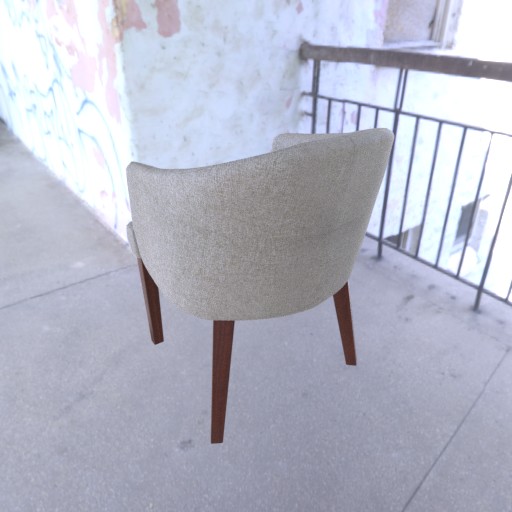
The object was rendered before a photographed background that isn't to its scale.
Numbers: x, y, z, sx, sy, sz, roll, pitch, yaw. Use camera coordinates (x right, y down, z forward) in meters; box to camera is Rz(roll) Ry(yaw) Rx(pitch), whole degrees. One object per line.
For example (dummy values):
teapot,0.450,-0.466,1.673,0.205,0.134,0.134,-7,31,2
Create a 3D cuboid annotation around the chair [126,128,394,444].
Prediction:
chair,0.000,0.000,1.265,0.583,0.811,0.655,-19,35,-30
